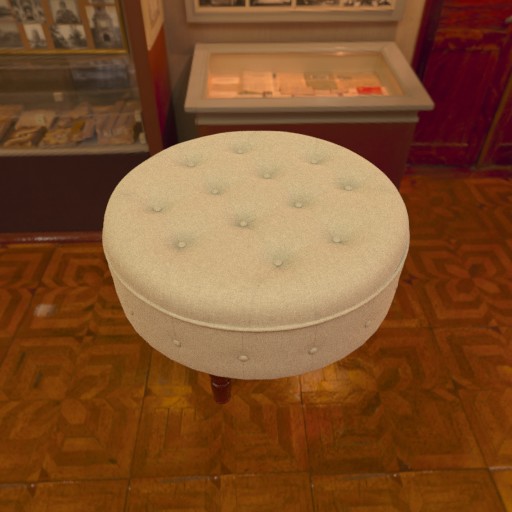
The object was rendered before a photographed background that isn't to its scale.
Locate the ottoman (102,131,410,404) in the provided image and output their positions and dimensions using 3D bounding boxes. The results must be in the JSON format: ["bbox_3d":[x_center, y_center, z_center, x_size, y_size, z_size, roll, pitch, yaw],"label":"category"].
[{"bbox_3d":[0.000,0.000,1.373,0.849,0.478,0.849,0,42,0],"label":"ottoman"}]
